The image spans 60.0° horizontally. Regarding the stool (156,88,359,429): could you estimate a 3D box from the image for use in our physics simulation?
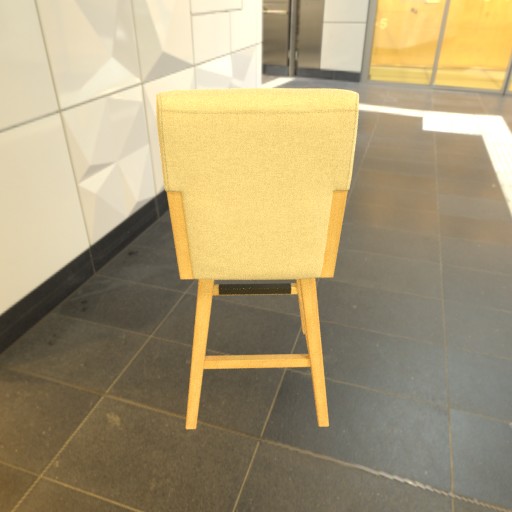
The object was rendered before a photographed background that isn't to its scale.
[{"bbox_3d":[0.000,0.000,1.290,0.446,1.015,0.543,-1,31,-1],"label":"stool"}]
